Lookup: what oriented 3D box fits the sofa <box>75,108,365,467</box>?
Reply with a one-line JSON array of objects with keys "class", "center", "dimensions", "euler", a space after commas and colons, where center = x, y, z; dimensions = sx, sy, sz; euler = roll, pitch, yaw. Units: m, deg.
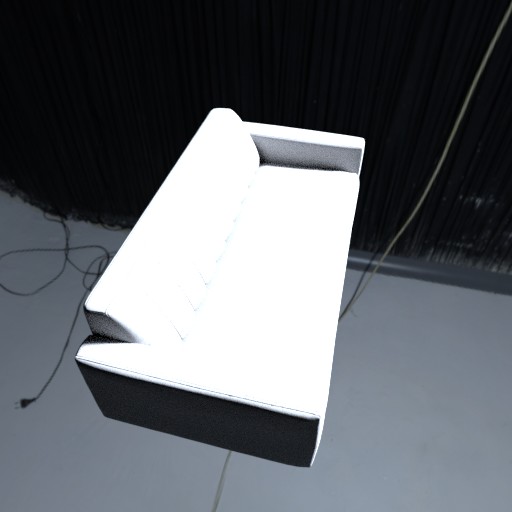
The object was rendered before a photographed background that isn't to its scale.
[{"class": "sofa", "center": [0.000, 0.000, 2.383], "dimensions": [0.969, 0.814, 1.895], "euler": [10, 47, 10]}]
